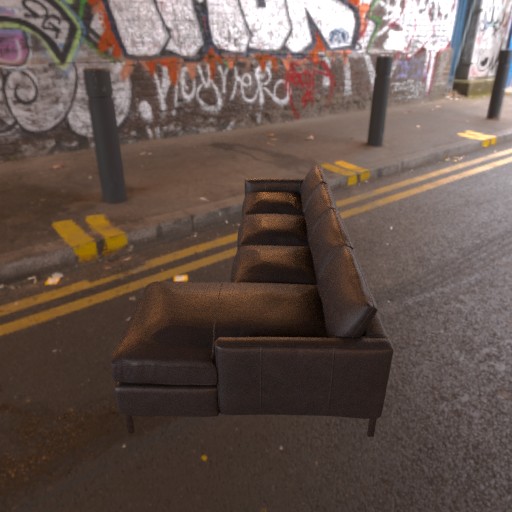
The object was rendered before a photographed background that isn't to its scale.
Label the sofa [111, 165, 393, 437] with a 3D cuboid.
[{"bbox_3d":[0.000,0.000,3.646,1.471,0.859,2.993,1,26,2],"label":"sofa"}]
